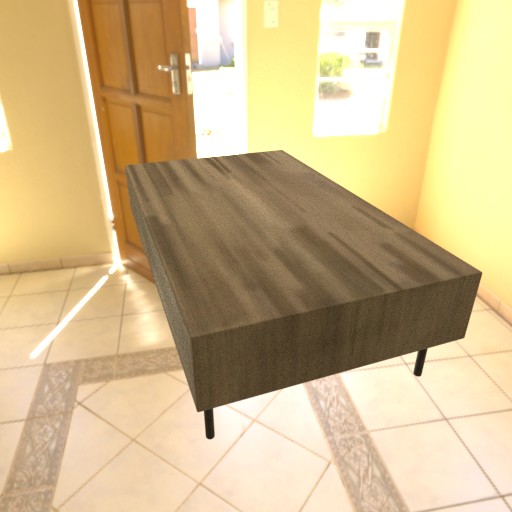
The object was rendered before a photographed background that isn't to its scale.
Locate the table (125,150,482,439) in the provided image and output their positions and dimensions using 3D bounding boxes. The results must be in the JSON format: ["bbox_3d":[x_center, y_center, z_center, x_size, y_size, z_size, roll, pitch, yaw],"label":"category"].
[{"bbox_3d":[0.000,0.000,1.386,0.643,0.347,1.088,-10,30,-18],"label":"table"}]
